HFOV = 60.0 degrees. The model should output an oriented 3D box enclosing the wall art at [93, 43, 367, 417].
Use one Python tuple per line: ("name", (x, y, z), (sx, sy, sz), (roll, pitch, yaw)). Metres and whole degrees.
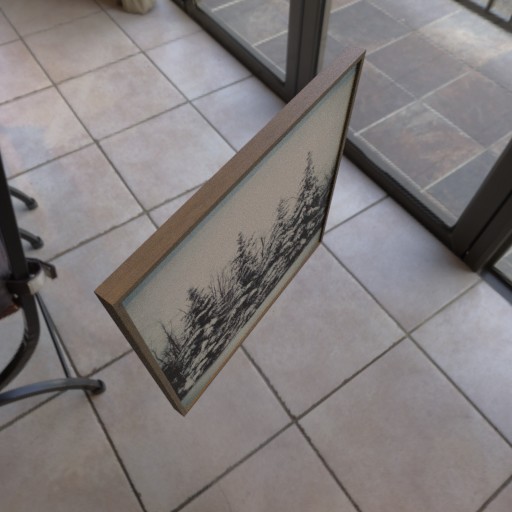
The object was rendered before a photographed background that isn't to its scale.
("wall art", (0.000, 0.000, 1.131), (0.039, 0.758, 0.758), (32, 64, 18))
